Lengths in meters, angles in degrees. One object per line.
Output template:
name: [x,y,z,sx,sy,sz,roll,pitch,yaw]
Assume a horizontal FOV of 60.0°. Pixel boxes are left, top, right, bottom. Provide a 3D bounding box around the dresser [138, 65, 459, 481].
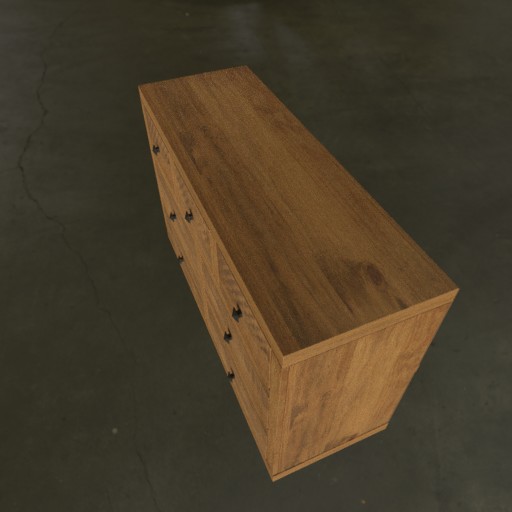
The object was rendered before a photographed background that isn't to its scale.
dresser: [0.000,0.000,1.634,0.479,0.825,1.261,-18,49,-16]
